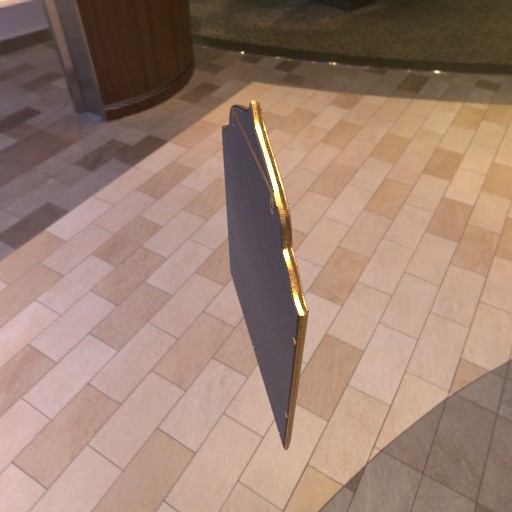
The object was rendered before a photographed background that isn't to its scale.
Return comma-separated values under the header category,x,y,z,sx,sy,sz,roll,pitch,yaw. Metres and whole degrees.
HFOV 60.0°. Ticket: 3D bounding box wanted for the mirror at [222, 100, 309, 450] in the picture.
category,x,y,z,sx,sy,sz,roll,pitch,yaw
mirror,0.000,0.000,0.860,0.018,0.635,0.513,-11,47,-10
